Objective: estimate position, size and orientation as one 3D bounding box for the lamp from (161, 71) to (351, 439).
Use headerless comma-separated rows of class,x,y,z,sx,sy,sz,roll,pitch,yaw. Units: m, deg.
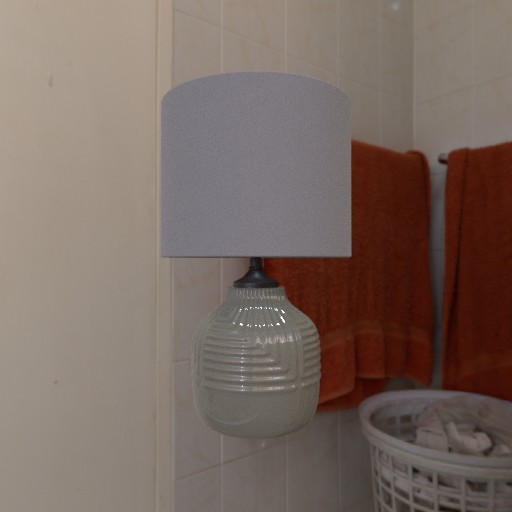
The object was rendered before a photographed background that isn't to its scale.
lamp,0.000,0.000,0.755,0.318,0.567,0.318,0,0,0
